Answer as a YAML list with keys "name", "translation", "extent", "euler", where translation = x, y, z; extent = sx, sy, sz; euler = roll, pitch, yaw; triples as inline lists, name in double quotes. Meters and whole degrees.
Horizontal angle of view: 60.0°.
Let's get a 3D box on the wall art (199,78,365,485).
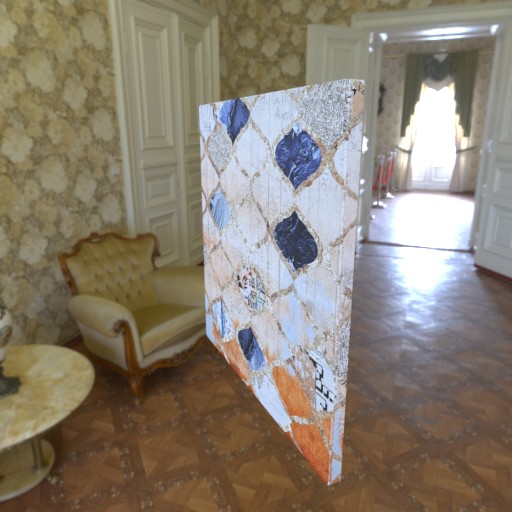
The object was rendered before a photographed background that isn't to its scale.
- name: "wall art"
  translation: [0.000, 0.000, 1.345]
  extent: [0.039, 0.914, 0.912]
  euler: [-7, 17, -24]
